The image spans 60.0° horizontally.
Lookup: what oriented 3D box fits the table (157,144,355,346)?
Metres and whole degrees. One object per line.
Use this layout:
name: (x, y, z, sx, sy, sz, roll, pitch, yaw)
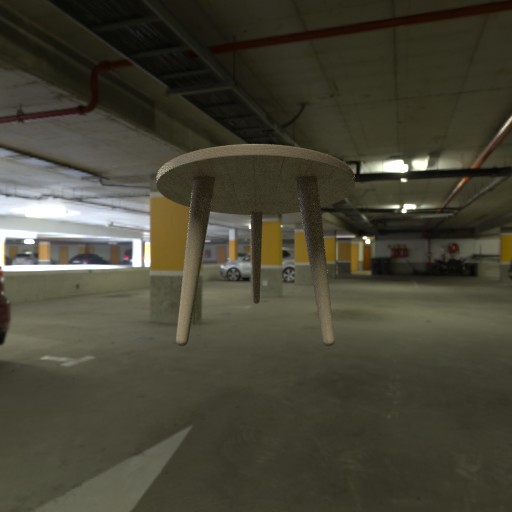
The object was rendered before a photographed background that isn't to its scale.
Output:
table: (0.000, 0.000, 1.324, 0.542, 0.390, 1.083, 0, 0, 0)
